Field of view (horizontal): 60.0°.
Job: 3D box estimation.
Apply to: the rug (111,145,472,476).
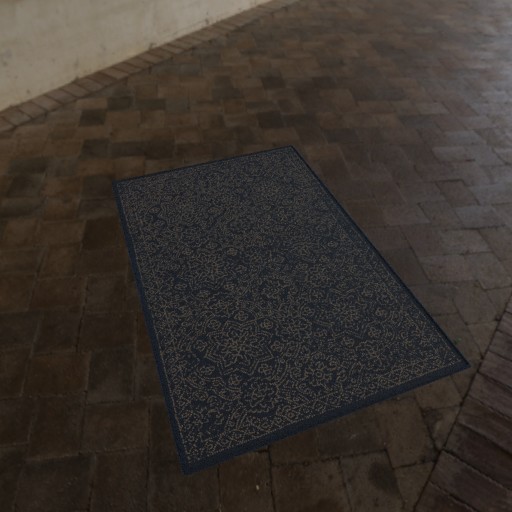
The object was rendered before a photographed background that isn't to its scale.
[{"bbox_3d":[0.000,0.000,2.276,1.219,0.010,1.829,-15,47,-14],"label":"rug"}]
